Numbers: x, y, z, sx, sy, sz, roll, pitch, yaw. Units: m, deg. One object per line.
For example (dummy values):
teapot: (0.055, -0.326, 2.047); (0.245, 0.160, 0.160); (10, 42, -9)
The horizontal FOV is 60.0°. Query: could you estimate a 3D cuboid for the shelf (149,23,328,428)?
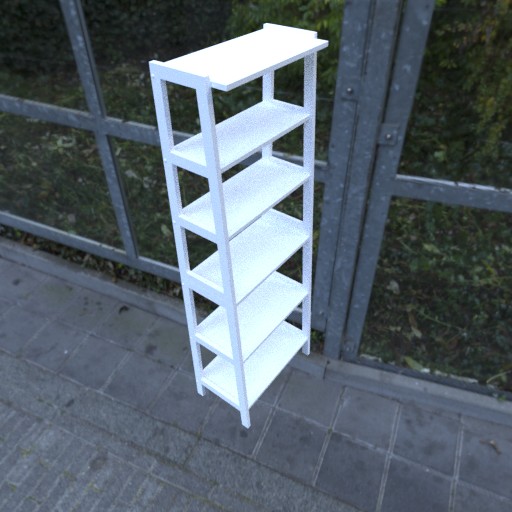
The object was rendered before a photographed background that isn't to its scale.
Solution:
shelf: (0.000, 0.000, 2.160); (0.381, 1.892, 0.660); (26, 46, 27)
